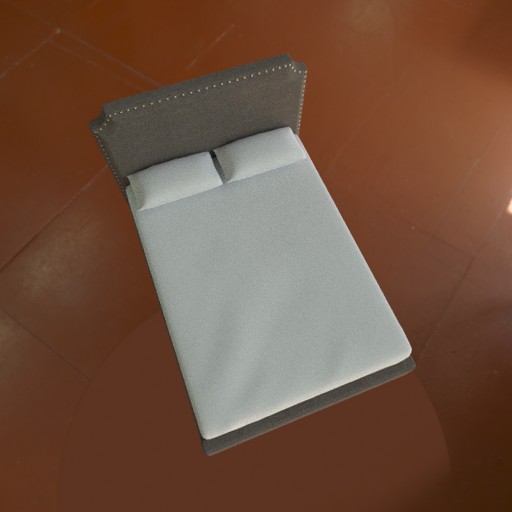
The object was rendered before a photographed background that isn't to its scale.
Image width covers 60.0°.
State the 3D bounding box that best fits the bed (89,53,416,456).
[{"bbox_3d":[0.000,0.000,3.437,1.713,1.457,2.381,-19,66,-9],"label":"bed"}]
